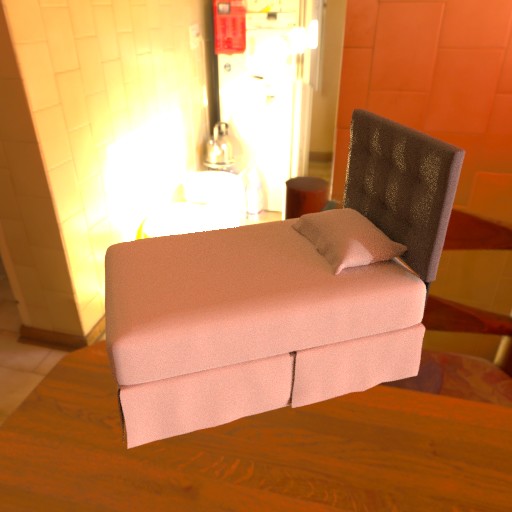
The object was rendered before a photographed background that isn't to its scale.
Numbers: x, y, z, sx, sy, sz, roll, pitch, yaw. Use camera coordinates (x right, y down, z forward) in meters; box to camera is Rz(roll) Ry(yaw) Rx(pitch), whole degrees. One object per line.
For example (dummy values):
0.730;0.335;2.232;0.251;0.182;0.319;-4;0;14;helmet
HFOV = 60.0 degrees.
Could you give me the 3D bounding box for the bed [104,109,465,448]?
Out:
0.000;0.000;2.925;1.997;1.571;1.261;-8;31;-15;bed
